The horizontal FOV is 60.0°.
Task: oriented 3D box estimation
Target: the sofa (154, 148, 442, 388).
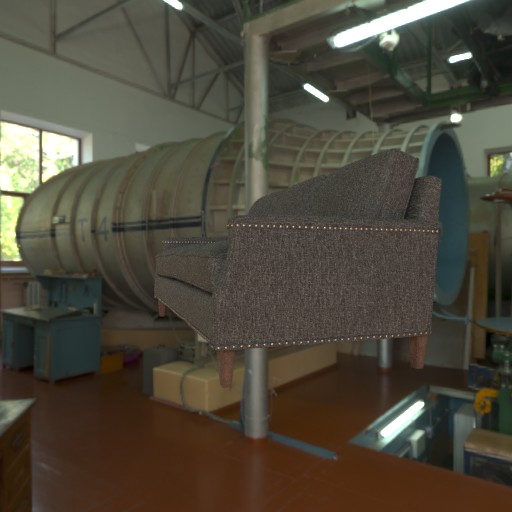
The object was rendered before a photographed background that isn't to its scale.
[{"bbox_3d":[0.000,0.000,2.859,1.084,1.003,2.246,0,0,-19],"label":"sofa"}]
